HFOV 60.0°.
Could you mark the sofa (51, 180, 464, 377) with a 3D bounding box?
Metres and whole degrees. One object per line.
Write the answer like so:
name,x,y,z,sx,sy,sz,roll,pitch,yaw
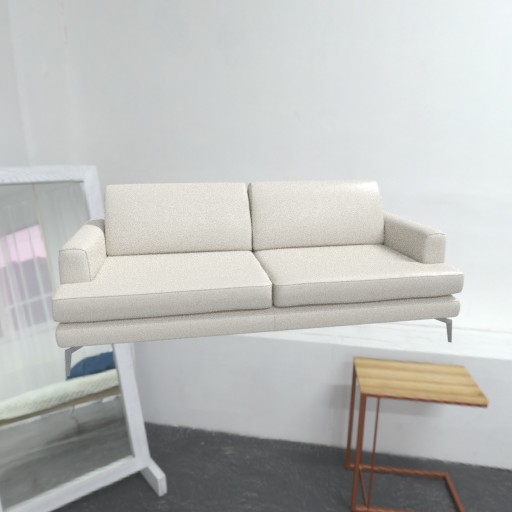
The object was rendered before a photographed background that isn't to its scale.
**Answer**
sofa,0.000,0.000,2.462,1.940,0.765,0.974,-3,15,-10
